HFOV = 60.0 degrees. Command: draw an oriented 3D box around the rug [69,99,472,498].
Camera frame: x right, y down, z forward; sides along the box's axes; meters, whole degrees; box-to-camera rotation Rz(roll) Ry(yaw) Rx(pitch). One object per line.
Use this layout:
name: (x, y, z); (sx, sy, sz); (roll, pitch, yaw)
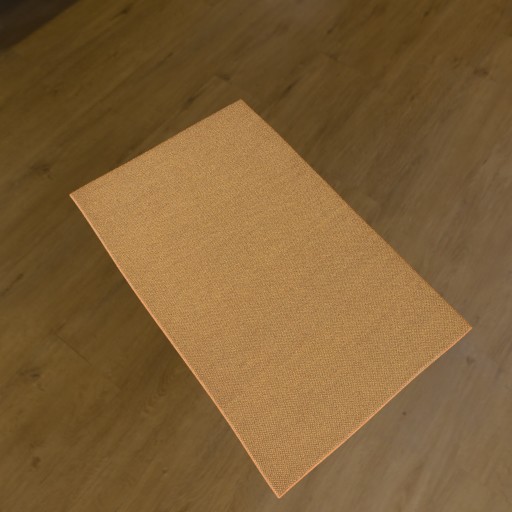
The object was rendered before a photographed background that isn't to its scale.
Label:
rug: (0.000, 0.000, 2.056); (1.078, 0.013, 1.678); (-34, 68, -16)
